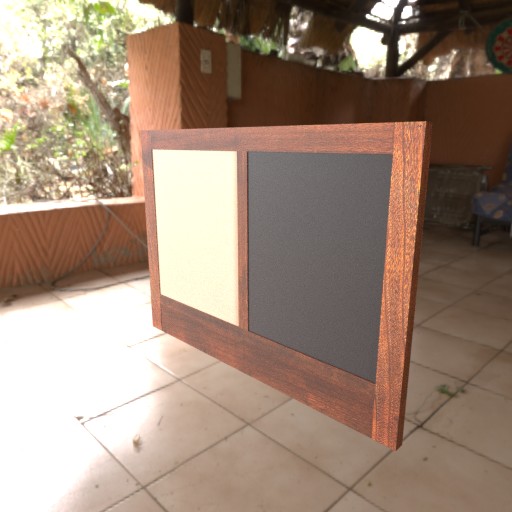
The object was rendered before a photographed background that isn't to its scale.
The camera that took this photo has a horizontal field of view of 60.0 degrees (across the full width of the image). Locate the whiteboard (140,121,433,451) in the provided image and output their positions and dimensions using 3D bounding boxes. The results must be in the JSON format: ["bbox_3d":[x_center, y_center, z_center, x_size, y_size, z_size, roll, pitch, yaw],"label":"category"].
[{"bbox_3d":[0.000,0.000,0.995,0.768,0.553,0.083,14,20,43],"label":"whiteboard"}]
